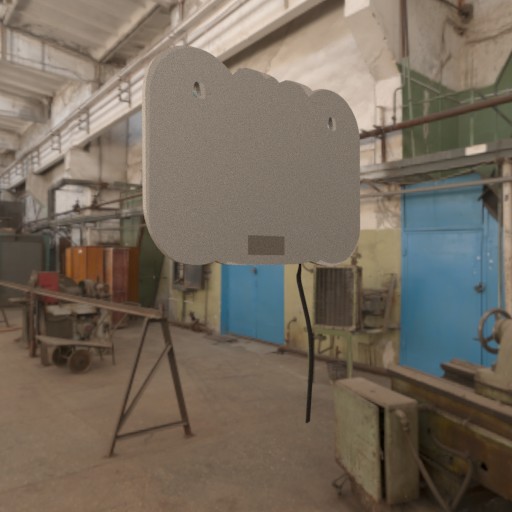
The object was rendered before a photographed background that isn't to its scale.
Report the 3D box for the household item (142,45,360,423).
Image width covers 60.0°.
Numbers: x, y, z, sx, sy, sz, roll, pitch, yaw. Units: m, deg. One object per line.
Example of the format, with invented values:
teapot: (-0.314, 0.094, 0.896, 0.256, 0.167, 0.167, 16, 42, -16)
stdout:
household item: (0.000, 0.000, 0.370, 0.211, 0.294, 0.042, 0, 0, -36)
